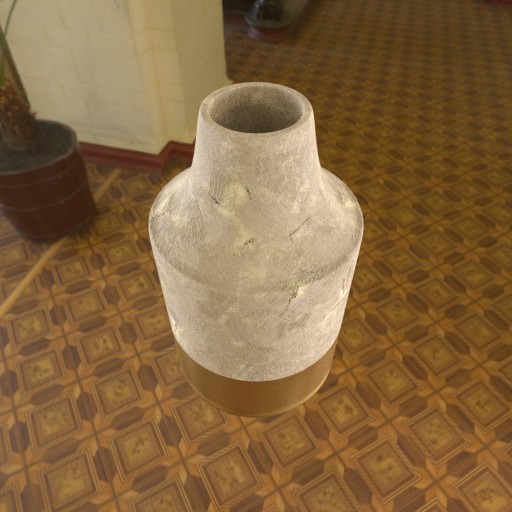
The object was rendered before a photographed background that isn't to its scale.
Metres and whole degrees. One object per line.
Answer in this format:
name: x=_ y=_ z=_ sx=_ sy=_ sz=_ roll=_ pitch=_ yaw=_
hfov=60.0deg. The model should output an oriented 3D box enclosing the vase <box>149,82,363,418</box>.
vase: x=0.000 y=0.000 z=0.421 sx=0.184 sy=0.305 sz=0.184 roll=0 pitch=47 yaw=0
